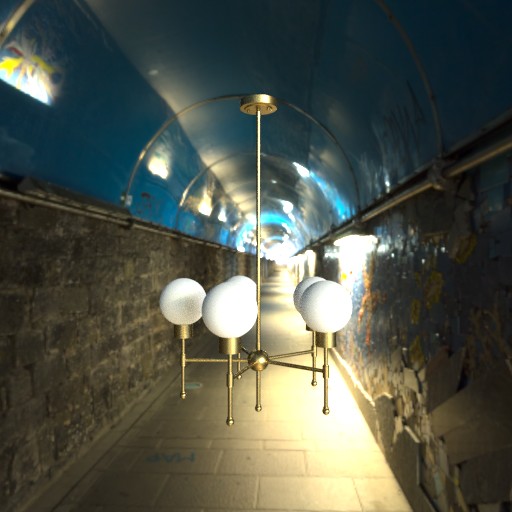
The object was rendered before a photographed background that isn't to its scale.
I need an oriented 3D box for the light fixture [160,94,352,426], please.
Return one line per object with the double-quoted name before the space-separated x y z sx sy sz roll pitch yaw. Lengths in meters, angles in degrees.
"light fixture" 0.000 0.000 1.872 0.815 1.331 0.785 0 0 19
